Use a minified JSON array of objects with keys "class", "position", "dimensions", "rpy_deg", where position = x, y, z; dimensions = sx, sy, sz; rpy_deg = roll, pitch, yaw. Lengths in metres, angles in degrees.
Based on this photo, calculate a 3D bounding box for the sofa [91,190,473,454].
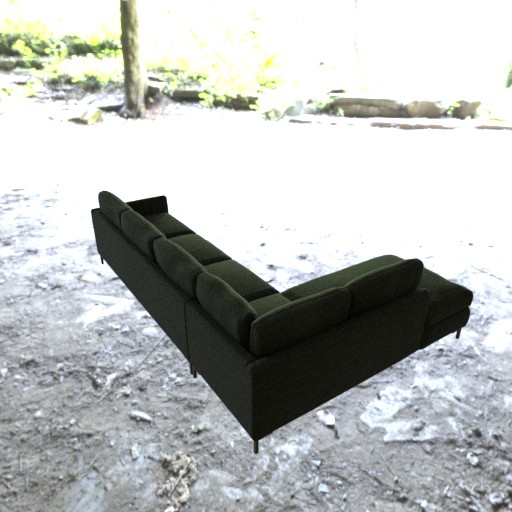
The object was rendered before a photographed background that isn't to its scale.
[{"class":"sofa","position":[0.000,0.000,3.897],"dimensions":[2.007,0.815,2.949],"rpy_deg":[-17,31,-30]}]
